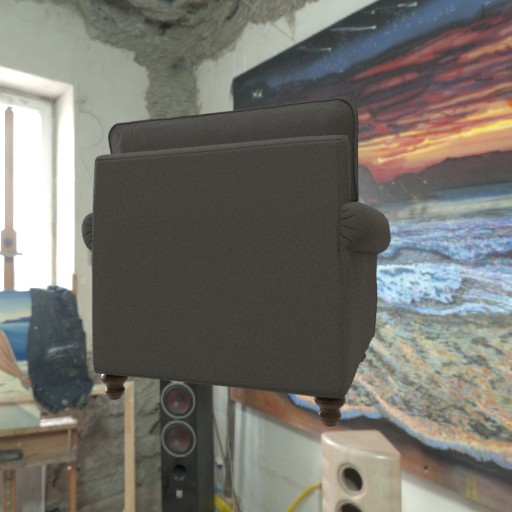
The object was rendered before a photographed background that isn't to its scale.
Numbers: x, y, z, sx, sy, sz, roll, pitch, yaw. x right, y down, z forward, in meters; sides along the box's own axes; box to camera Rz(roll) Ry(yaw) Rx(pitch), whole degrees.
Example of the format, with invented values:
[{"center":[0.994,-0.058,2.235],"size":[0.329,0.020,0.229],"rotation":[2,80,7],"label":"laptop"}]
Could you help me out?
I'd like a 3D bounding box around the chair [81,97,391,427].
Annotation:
[{"center":[0.000,0.000,1.760],"size":[1.029,0.967,0.966],"rotation":[0,0,19],"label":"chair"}]
